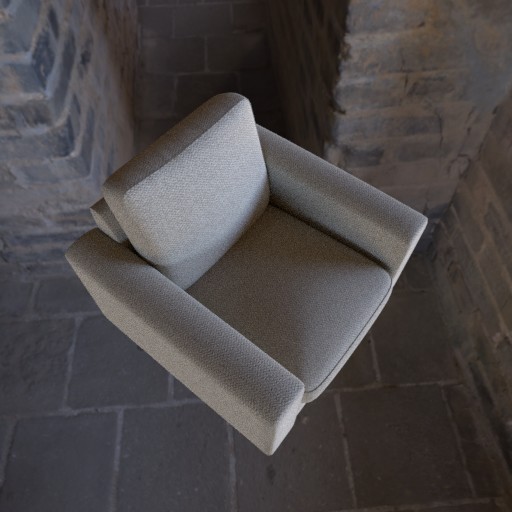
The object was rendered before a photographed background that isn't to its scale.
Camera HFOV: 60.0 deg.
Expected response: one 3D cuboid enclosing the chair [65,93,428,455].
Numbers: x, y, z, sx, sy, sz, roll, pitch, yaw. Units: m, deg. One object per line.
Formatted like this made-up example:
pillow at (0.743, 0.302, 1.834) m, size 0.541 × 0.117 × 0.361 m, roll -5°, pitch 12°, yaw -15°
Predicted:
chair at (0.000, 0.000, 1.766) m, size 1.016 × 0.873 × 1.005 m, roll 34°, pitch 63°, yaw 20°
